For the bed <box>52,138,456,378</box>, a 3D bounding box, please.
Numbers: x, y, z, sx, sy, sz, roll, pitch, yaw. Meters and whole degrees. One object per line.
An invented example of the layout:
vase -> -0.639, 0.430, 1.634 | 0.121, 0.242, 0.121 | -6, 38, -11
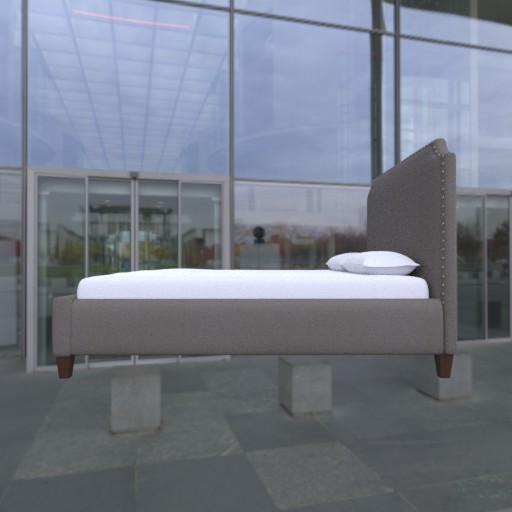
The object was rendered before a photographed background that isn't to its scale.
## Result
bed -> 0.000, 0.000, 3.403 | 2.372, 1.443, 1.712 | 0, 0, 0
